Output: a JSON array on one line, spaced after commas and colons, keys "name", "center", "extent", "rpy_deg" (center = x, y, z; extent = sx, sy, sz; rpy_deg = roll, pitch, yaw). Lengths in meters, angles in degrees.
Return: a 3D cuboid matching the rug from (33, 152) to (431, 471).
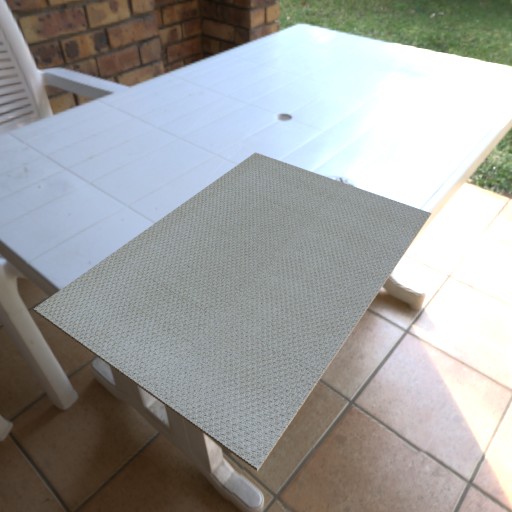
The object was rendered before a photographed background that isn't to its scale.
[{"name": "rug", "center": [0.000, 0.000, 2.780], "extent": [1.509, 0.013, 2.144], "rpy_deg": [25, 48, 25]}]
